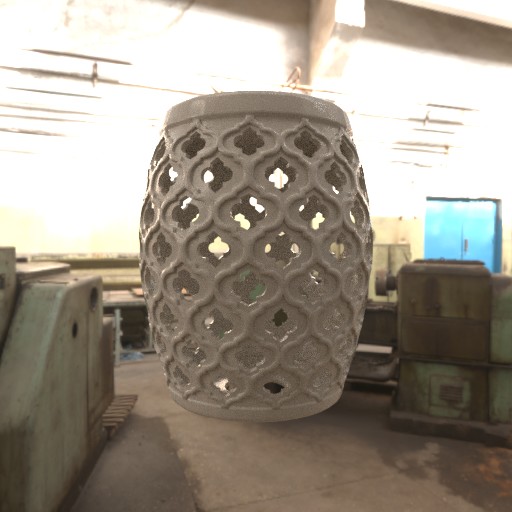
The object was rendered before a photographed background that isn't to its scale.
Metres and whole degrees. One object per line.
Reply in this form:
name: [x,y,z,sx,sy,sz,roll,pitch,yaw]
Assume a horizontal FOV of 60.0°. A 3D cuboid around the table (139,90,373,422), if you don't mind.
table: [0.000,0.000,0.636,0.325,0.388,0.325,0,2,0]
